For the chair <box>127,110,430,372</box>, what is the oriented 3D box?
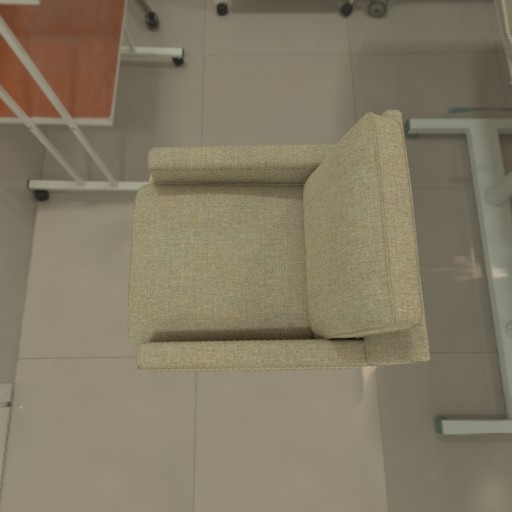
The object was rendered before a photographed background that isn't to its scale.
[{"bbox_3d":[0.000,0.000,1.721,1.014,0.943,0.853,-1,74,0],"label":"chair"}]
